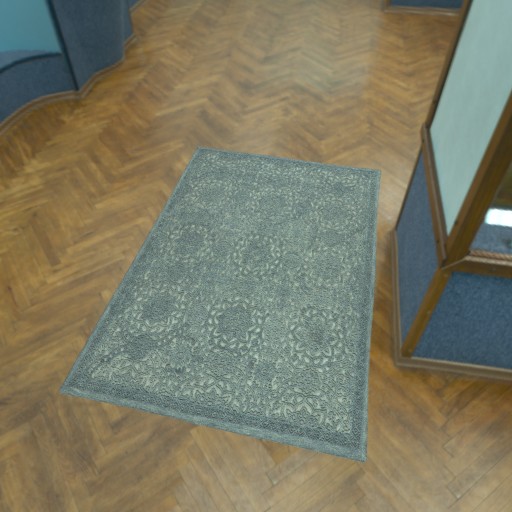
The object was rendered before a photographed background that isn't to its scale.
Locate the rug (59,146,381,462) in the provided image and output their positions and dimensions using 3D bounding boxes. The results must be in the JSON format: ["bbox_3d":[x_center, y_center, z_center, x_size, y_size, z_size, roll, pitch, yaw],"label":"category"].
[{"bbox_3d":[0.000,0.000,2.300,1.224,0.016,1.830,9,47,9],"label":"rug"}]
